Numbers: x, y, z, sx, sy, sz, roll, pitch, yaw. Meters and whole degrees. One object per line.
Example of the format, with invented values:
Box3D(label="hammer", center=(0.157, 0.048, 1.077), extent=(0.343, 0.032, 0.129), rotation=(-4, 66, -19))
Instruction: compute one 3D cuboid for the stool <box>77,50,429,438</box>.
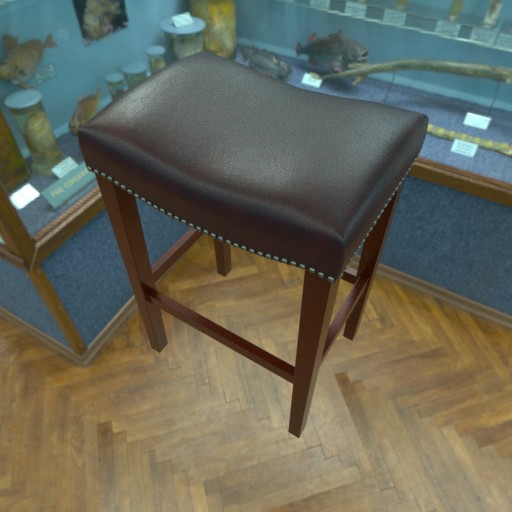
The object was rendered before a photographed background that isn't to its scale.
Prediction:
Box3D(label="stool", center=(0.000, 0.000, 1.013), extent=(0.504, 0.742, 0.372), rotation=(25, 53, 21))
